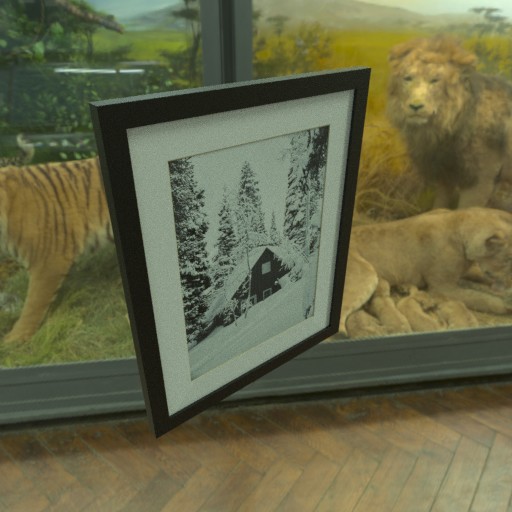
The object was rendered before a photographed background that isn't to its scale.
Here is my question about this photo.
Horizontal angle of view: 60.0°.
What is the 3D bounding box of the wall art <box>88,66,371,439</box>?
[{"bbox_3d":[0.000,0.000,0.535,0.325,0.397,0.018,-22,37,-32],"label":"wall art"}]
